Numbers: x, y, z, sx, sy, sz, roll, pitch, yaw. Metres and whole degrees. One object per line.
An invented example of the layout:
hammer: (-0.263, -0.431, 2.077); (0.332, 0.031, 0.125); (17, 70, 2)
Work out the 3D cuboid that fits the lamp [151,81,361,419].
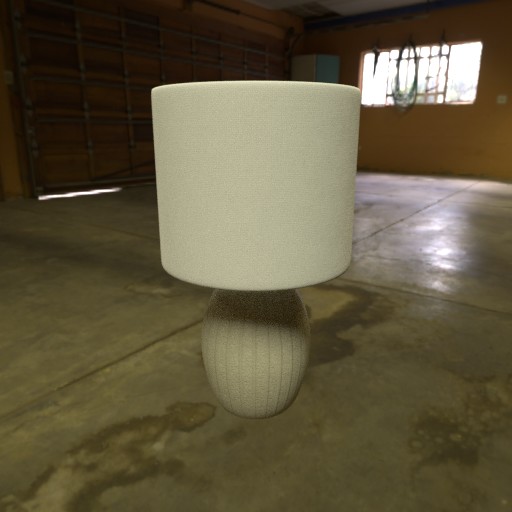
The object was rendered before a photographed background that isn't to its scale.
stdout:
lamp: (0.000, 0.000, 0.786); (0.329, 0.570, 0.329); (-2, 16, -8)
